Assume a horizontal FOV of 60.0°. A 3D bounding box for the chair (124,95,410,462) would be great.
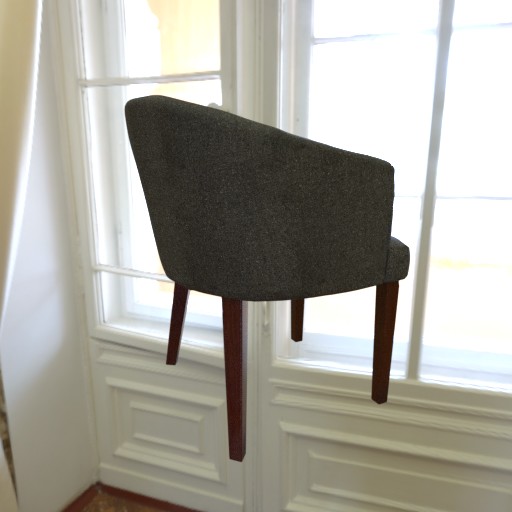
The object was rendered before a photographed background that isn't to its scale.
[{"bbox_3d":[0.000,0.000,1.237,0.655,0.811,0.583,-7,16,-26],"label":"chair"}]
